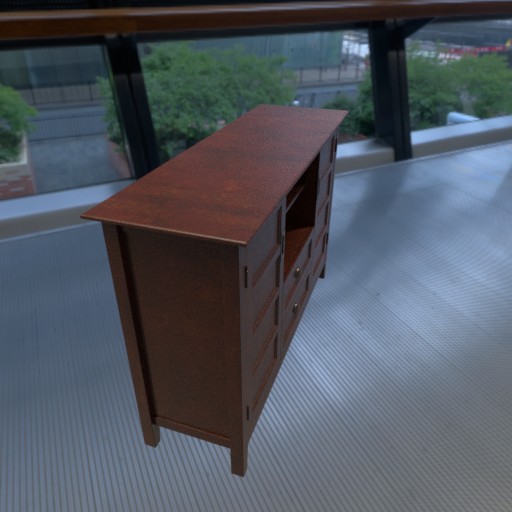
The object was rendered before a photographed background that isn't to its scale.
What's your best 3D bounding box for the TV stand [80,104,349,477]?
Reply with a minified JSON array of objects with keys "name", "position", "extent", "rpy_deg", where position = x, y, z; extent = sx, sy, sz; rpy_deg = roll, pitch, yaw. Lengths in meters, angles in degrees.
[{"name":"TV stand","position":[0.000,0.000,1.825],"extent":[0.445,0.915,1.372],"rpy_deg":[10,32,17]}]
